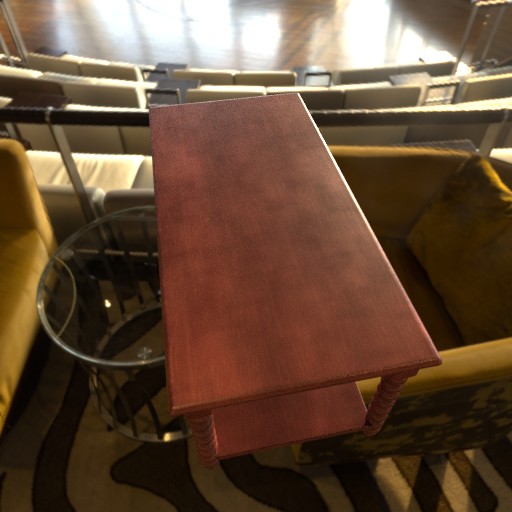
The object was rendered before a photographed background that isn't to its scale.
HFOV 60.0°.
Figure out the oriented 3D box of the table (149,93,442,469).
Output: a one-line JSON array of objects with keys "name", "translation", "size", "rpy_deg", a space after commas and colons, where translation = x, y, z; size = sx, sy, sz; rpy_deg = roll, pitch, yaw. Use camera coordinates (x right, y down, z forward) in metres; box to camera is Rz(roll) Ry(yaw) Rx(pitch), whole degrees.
[{"name": "table", "translation": [0.000, 0.000, 1.455], "size": [0.580, 0.485, 1.171], "rpy_deg": [-8, 48, -8]}]
